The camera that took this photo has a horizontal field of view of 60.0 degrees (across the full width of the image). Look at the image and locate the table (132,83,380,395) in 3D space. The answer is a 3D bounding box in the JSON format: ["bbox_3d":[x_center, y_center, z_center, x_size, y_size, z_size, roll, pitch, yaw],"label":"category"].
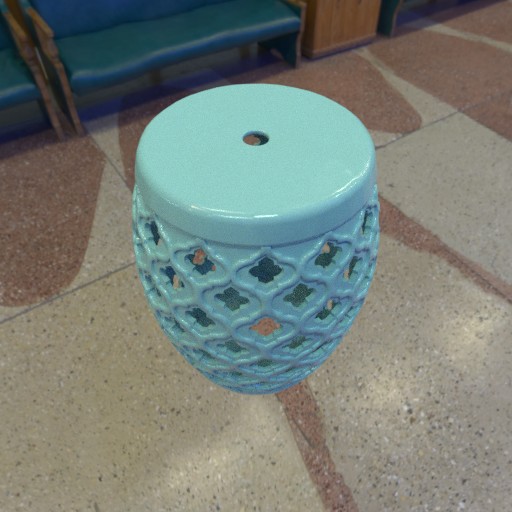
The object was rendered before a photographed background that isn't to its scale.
[{"bbox_3d":[0.000,0.000,0.631,0.325,0.388,0.325,0,48,0],"label":"table"}]
